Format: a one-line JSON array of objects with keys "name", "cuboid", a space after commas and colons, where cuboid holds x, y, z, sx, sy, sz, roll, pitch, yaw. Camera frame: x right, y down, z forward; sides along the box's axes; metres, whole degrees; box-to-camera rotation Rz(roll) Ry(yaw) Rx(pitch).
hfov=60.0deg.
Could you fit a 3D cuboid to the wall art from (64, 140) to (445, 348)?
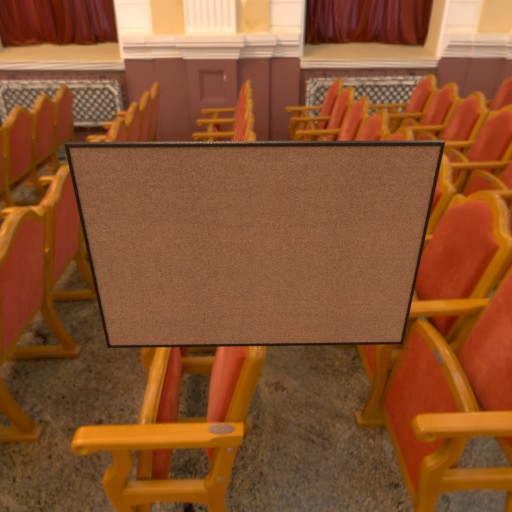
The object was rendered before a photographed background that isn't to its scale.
[{"name": "wall art", "cuboid": [0.000, 0.000, 1.283, 0.957, 0.660, 0.019, -1, 29, -1]}]
